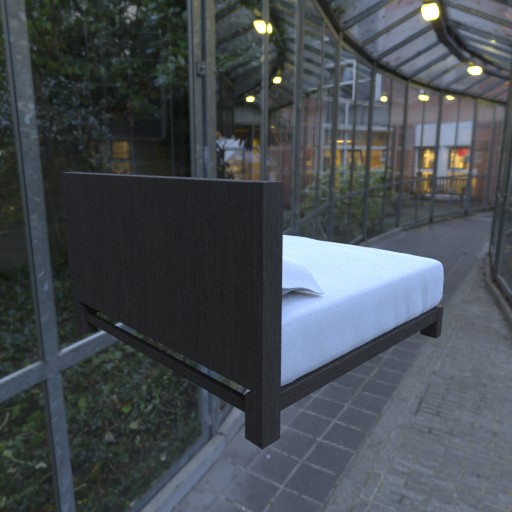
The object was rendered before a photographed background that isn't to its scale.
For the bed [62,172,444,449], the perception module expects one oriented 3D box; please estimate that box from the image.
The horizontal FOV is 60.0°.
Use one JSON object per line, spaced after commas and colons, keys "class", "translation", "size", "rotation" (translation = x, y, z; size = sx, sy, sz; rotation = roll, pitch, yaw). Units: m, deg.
{"class": "bed", "translation": [0.000, 0.000, 3.426], "size": [2.012, 1.270, 2.134], "rotation": [-12, 17, -43]}
